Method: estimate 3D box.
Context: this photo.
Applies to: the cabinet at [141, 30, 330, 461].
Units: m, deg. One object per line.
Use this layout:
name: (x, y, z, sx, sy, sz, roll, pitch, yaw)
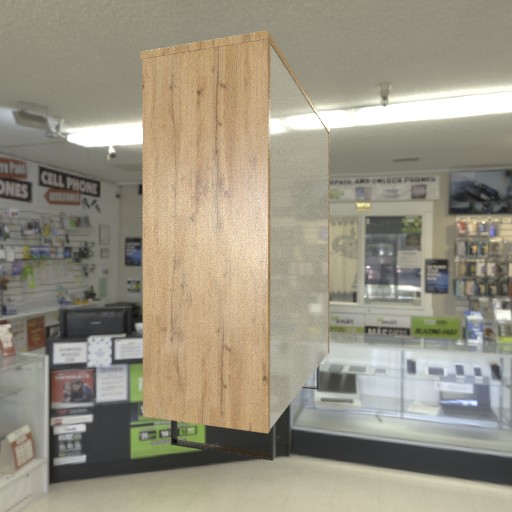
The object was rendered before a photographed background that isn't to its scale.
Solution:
cabinet: (0.000, 0.000, 1.995, 0.473, 1.397, 1.168, 0, 1, 19)
